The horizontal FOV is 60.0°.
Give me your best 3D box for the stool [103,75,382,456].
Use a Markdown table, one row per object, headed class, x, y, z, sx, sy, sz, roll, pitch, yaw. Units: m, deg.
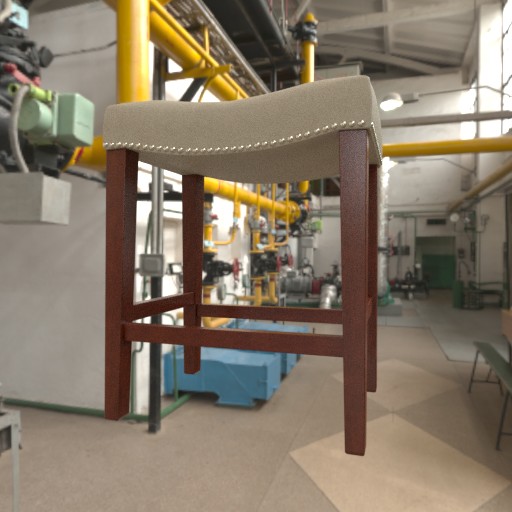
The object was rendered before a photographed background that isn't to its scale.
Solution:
| class | x | y | z | sx | sy | sz | roll | pitch | yaw |
| --- | --- | --- | --- | --- | --- | --- | --- | --- | --- |
| stool | 0.000 | 0.000 | 0.949 | 0.509 | 0.632 | 0.375 | 0 | 1 | 18 |
